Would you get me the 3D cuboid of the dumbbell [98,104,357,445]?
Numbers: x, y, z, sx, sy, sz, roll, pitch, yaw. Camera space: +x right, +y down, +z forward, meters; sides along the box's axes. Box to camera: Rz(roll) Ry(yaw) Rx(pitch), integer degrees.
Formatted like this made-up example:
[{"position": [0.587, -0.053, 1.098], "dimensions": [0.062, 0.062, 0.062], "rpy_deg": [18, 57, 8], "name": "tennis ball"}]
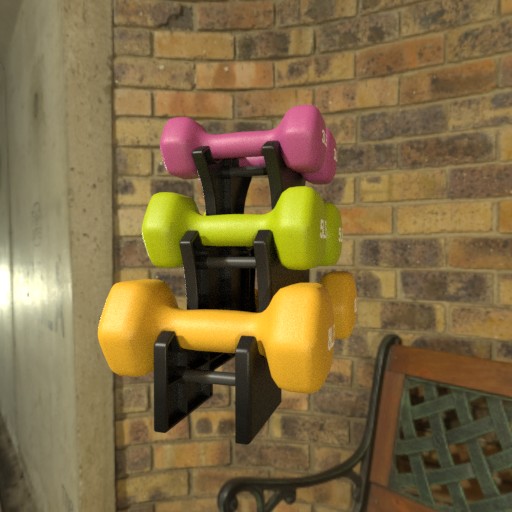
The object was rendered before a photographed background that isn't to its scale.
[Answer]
[{"position": [0.000, 0.000, 0.468], "dimensions": [0.190, 0.271, 0.300], "rpy_deg": [0, 1, 18], "name": "dumbbell"}]
